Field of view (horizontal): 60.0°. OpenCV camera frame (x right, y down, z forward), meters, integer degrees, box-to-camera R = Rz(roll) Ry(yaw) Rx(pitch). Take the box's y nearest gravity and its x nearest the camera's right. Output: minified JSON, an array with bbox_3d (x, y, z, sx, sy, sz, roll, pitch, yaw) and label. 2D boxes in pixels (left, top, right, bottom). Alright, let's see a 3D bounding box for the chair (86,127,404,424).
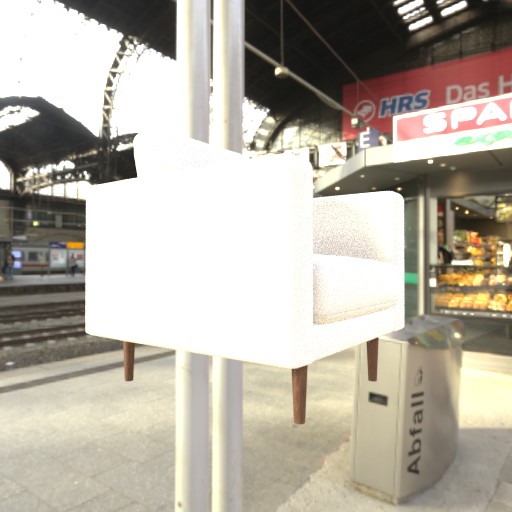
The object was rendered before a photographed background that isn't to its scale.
[{"bbox_3d":[0.000,0.000,1.595,0.879,0.899,0.831,-1,-1,36],"label":"chair"}]
